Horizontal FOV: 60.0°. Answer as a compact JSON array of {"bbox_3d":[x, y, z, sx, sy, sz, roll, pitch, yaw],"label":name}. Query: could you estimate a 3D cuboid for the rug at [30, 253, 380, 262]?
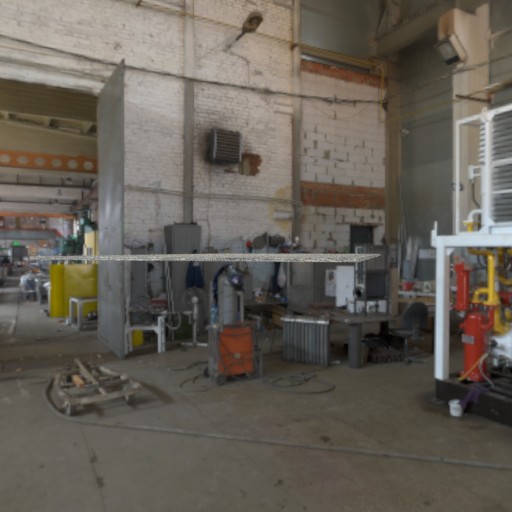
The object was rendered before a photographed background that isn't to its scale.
[{"bbox_3d":[0.000,0.000,2.350,1.208,0.012,1.819,0,1,18],"label":"rug"}]
